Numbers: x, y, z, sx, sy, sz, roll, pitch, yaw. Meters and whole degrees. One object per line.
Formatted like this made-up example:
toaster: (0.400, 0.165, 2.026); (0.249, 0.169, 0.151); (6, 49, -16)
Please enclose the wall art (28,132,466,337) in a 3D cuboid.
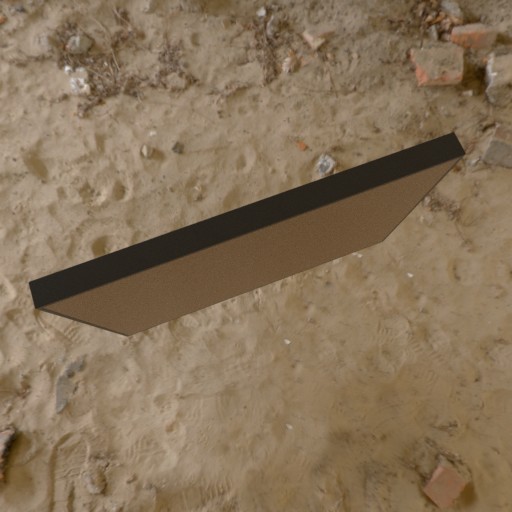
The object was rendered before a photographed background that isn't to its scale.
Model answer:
wall art: (0.000, 0.000, 1.218); (0.939, 0.640, 0.058); (-20, 76, -5)
